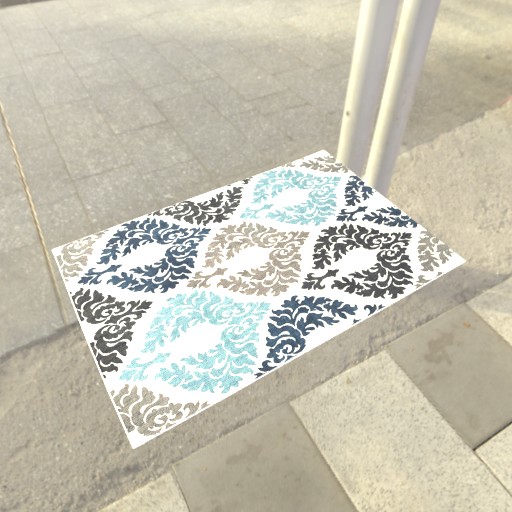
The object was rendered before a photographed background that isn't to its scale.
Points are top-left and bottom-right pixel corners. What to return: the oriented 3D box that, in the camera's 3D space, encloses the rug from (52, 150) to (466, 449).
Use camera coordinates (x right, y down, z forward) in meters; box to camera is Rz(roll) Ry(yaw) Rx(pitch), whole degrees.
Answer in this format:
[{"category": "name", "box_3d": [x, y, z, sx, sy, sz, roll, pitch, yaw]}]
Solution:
[{"category": "rug", "box_3d": [0.000, 0.000, 2.904, 2.275, 0.014, 1.514, -24, 51, -21]}]
